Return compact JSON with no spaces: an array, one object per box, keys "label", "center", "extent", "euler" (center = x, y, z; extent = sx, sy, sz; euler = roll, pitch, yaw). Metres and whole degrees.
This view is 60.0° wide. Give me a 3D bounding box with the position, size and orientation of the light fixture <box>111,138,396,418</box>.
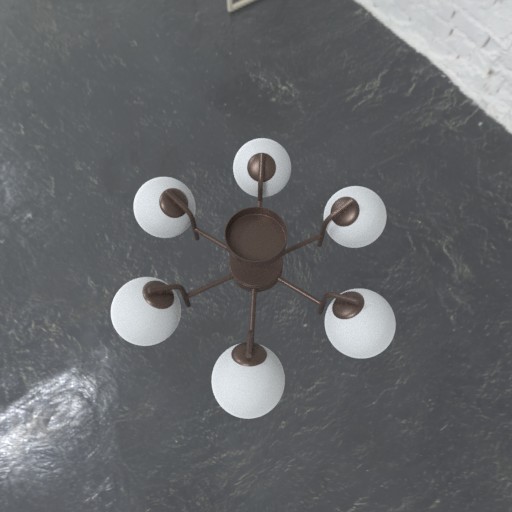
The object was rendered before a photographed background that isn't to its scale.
[{"label":"light fixture","center":[0.000,0.000,0.965],"extent":[0.662,0.201,0.662],"euler":[0,64,0]}]
